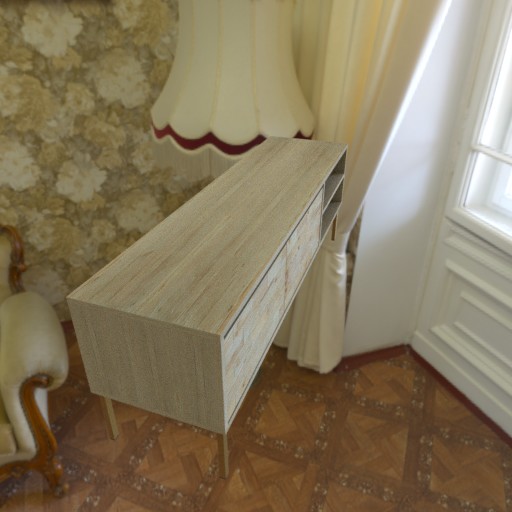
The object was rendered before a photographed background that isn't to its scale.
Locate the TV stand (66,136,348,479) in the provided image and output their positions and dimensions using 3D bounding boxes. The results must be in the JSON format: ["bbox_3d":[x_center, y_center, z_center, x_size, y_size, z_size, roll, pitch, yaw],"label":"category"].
[{"bbox_3d":[0.000,0.000,1.829,0.420,0.550,1.600,10,32,17],"label":"TV stand"}]
